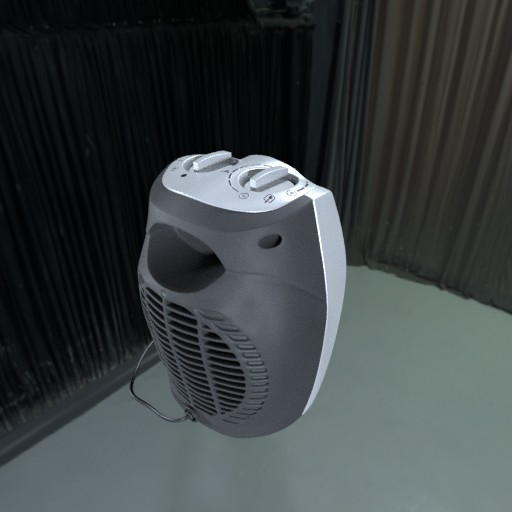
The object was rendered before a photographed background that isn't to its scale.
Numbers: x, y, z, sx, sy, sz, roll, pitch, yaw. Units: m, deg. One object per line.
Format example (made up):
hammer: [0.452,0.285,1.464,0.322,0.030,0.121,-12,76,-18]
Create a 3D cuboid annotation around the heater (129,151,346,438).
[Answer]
heater: [0.000,0.000,0.465,0.239,0.240,0.291,23,37,33]
